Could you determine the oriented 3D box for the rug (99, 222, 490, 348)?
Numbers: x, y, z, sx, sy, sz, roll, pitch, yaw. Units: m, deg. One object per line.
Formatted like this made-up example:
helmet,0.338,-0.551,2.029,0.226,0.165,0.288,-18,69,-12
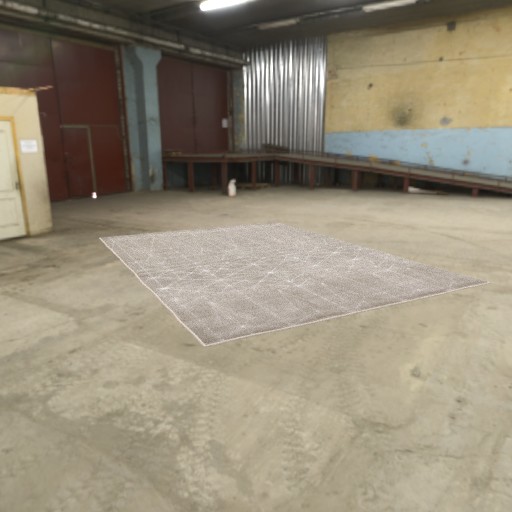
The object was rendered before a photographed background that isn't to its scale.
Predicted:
rug,0.000,0.000,4.395,2.449,0.019,3.357,-7,16,-27
